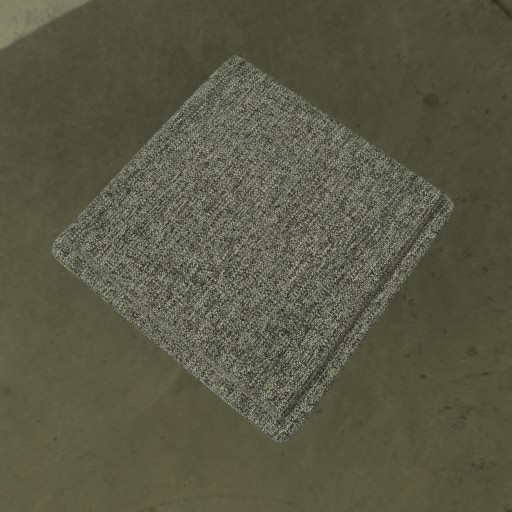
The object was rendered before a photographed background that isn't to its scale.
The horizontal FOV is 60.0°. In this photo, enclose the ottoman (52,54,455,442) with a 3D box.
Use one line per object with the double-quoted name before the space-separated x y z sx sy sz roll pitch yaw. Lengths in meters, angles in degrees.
"ottoman" 0.000 0.000 0.828 0.450 0.463 0.450 37 78 9
